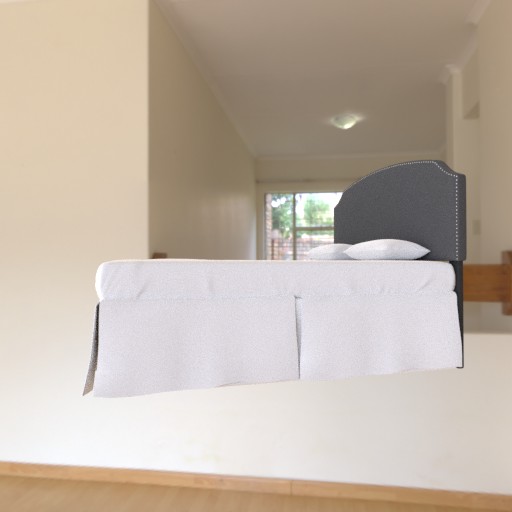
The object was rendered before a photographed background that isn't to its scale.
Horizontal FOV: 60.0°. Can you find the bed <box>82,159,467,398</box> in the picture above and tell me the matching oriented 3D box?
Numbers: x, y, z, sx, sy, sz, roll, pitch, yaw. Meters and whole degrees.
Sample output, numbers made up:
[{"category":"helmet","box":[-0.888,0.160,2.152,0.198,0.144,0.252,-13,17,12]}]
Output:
[{"category":"bed","box":[0.000,0.000,2.903,1.999,1.270,1.558,0,-1,-16]}]
